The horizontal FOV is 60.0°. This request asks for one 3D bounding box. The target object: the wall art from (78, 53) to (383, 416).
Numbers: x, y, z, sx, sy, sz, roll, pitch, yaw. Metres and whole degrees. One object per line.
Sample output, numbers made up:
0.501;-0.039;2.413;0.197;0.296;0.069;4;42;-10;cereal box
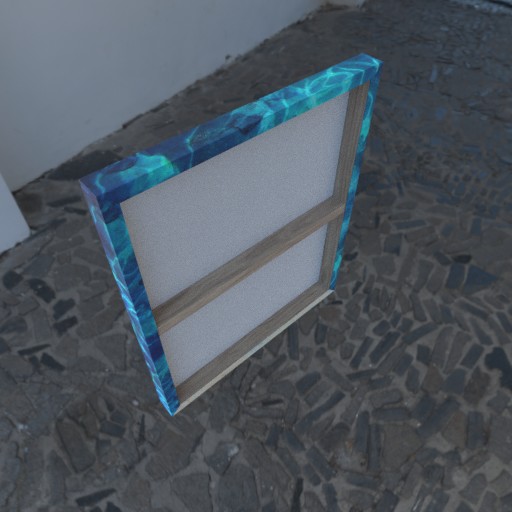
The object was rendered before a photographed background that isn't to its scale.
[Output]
0.000;0.000;0.708;0.432;0.508;0.038;-33;56;-26;wall art
